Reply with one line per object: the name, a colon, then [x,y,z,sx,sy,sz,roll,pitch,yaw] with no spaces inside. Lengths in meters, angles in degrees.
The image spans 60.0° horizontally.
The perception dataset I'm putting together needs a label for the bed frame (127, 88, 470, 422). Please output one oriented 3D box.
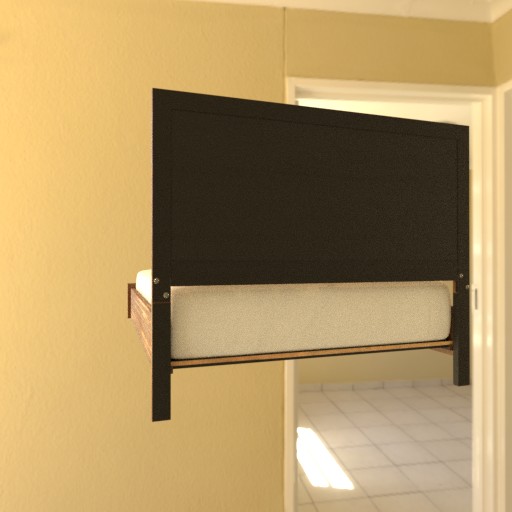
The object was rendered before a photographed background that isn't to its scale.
bed frame: [0.000,0.000,3.223,1.696,1.417,2.276,0,0,-19]
